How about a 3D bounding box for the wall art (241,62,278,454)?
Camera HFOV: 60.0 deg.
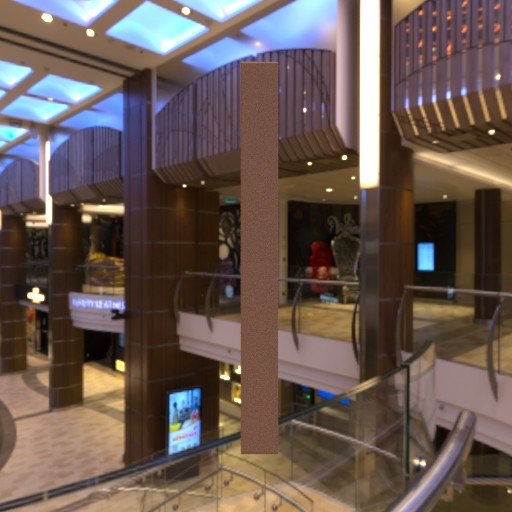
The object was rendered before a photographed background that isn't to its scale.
[{"bbox_3d":[0.000,0.000,0.765,0.039,0.407,0.609,0,1,-1],"label":"wall art"}]
